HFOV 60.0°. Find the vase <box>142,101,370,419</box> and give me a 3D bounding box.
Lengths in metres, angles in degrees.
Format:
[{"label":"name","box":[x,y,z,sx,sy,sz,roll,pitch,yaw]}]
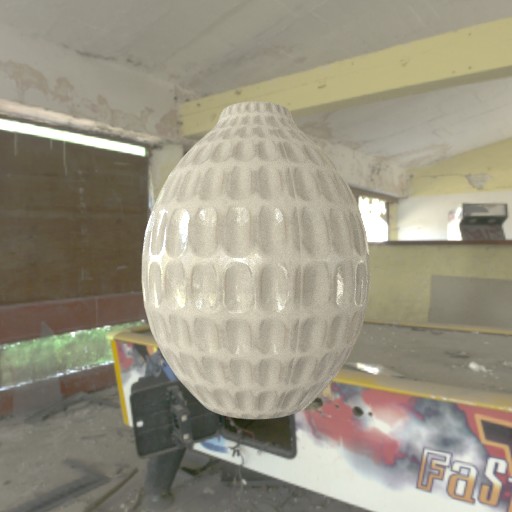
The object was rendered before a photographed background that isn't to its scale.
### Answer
[{"label":"vase","box":[0.000,0.000,0.256,0.128,0.167,0.128,0,1,0]}]
